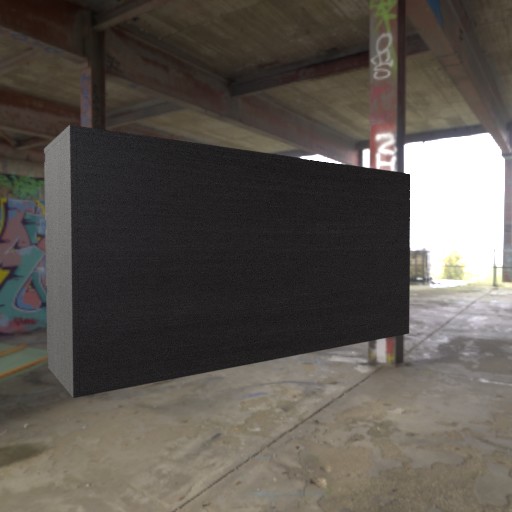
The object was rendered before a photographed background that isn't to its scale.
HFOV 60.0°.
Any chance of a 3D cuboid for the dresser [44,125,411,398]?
[{"bbox_3d":[0.000,0.000,1.907,1.590,0.795,0.400,-1,2,-35],"label":"dresser"}]
